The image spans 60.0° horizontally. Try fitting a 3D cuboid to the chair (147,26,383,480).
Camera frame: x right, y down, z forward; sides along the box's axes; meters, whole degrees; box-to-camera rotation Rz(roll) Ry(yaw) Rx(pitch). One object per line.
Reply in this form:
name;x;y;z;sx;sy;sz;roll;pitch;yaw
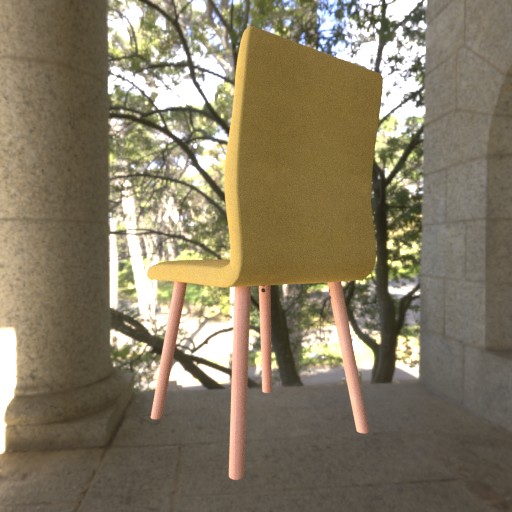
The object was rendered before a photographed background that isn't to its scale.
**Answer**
chair;0.000;0.000;1.267;0.450;0.965;0.550;0;0;-36
